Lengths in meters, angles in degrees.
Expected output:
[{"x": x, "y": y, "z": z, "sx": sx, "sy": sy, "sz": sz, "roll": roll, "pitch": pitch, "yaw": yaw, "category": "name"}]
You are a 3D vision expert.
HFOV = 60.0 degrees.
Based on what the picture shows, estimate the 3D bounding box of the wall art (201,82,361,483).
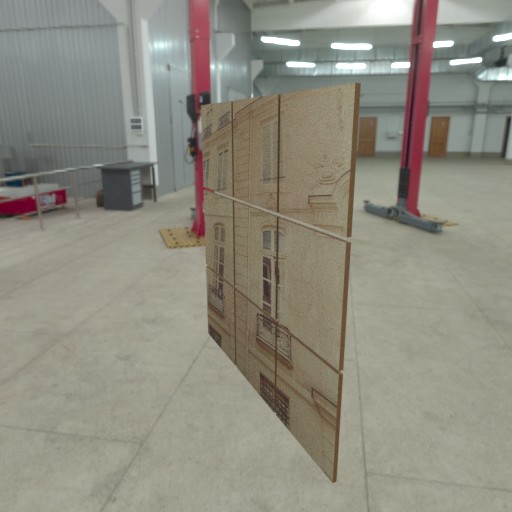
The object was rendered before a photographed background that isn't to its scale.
[{"x": 0.000, "y": 0.000, "z": 1.355, "sx": 0.018, "sy": 0.913, "sz": 0.915, "roll": -7, "pitch": 18, "yaw": -24, "category": "wall art"}]
